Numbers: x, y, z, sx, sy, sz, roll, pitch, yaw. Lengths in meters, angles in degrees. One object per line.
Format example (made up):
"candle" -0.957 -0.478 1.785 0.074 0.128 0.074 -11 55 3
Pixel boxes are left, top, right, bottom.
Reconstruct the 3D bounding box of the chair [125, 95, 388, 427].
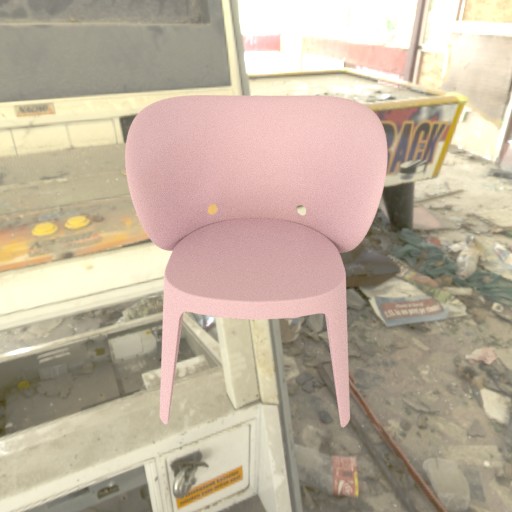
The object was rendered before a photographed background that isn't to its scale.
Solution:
"chair" 0.000 0.000 0.879 0.451 0.554 0.402 1 29 1
